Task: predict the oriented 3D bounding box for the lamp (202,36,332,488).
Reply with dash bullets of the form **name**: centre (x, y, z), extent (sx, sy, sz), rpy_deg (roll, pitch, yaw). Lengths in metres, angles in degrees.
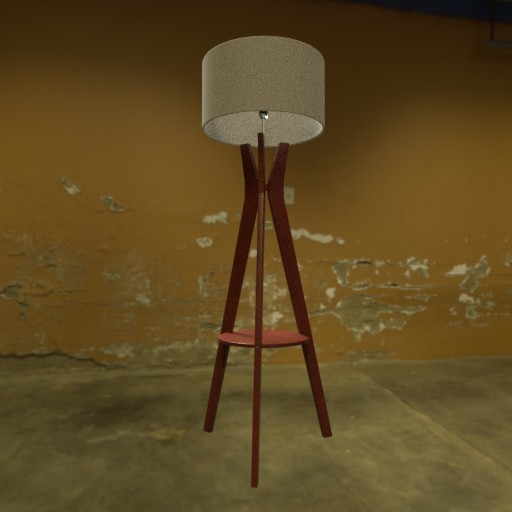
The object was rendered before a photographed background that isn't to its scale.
- **lamp**: centre (0.000, 0.000, 1.734), extent (0.542, 1.472, 0.539), rpy_deg (-1, -1, 36)
